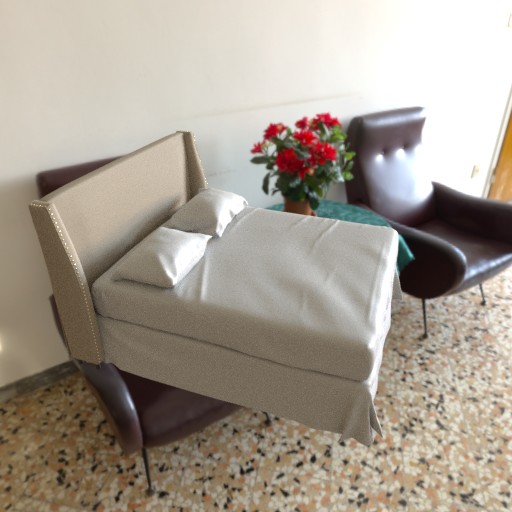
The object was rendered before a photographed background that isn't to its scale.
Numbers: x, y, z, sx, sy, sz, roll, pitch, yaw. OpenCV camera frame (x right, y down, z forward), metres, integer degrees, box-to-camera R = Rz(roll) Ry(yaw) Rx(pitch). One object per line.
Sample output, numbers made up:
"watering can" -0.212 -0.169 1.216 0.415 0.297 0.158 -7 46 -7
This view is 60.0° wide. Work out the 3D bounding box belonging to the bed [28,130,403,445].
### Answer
"bed" 0.000 0.000 3.427 2.276 1.332 1.925 11 32 18
